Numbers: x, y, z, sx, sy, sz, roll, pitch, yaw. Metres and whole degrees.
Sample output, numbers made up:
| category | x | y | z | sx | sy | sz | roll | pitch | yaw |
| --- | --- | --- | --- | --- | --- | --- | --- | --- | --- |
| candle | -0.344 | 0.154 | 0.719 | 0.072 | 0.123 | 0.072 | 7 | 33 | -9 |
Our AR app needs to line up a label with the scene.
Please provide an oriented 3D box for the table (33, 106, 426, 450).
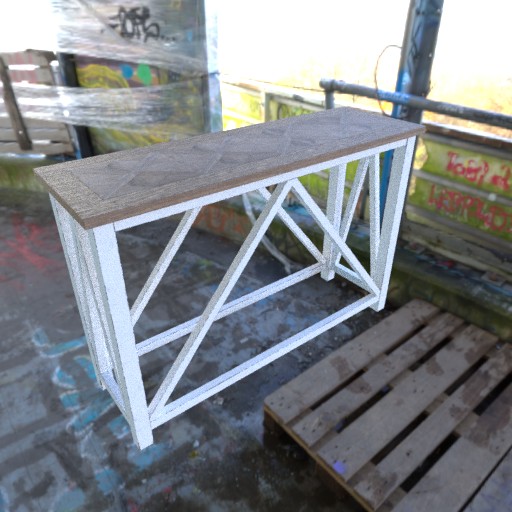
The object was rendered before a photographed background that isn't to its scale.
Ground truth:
| category | x | y | z | sx | sy | sz | roll | pitch | yaw |
| --- | --- | --- | --- | --- | --- | --- | --- | --- | --- |
| table | 0.000 | 0.000 | 1.824 | 1.400 | 0.930 | 0.450 | -22 | 37 | -32 |
